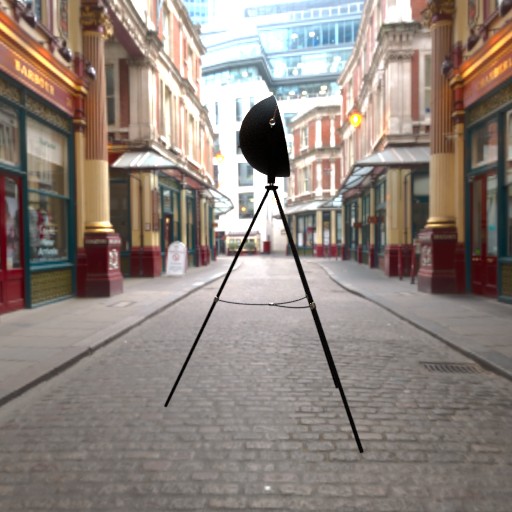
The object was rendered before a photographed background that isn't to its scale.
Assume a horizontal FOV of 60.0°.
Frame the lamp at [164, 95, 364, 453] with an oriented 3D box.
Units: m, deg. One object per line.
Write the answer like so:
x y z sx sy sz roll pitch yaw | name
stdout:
0.000 0.000 2.109 0.920 1.512 0.817 0 1 1 | lamp
